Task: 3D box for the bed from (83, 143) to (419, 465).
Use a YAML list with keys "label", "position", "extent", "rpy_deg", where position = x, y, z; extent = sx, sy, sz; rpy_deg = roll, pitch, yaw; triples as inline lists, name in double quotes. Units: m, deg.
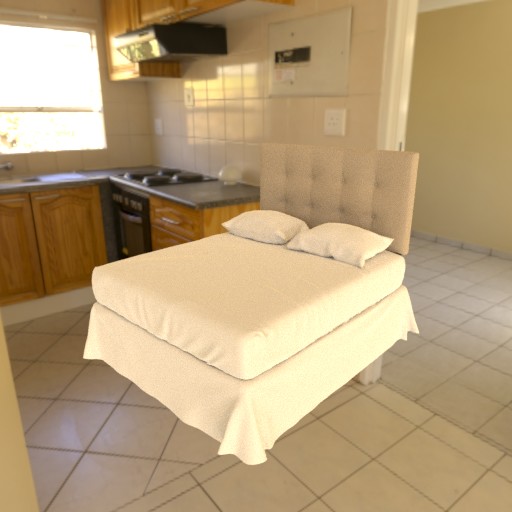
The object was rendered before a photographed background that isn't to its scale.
- label: "bed"
  position: [0.000, 0.000, 3.514]
  extent: [1.936, 1.577, 2.222]
  rpy_deg: [16, 24, 40]
